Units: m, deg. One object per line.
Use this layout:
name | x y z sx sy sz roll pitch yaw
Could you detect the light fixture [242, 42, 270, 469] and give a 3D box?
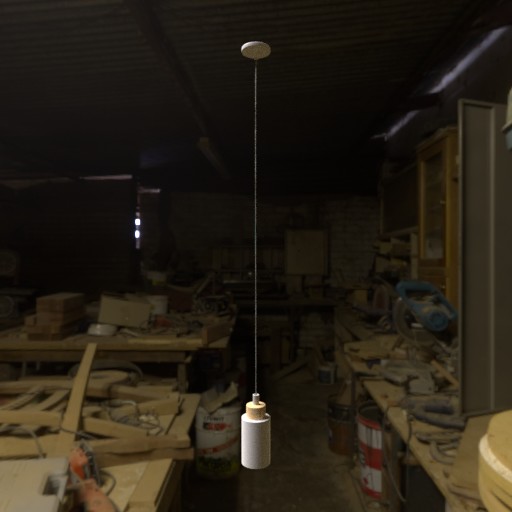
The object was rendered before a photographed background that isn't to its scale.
light fixture | 0.000 0.000 1.927 0.125 1.798 0.125 0 0 2
